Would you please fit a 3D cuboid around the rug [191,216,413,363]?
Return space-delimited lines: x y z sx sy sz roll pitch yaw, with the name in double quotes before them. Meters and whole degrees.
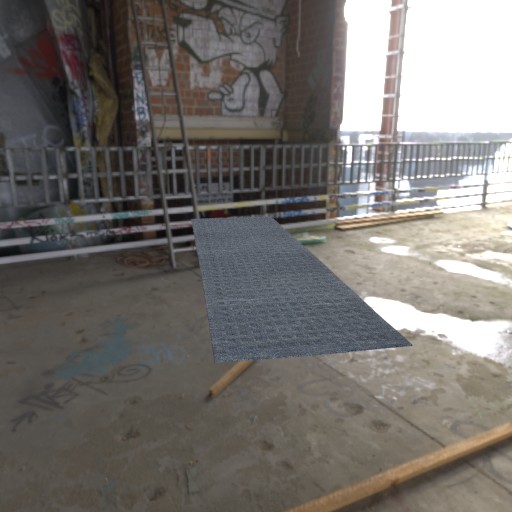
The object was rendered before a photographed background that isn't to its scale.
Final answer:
"rug" 0.000 0.000 2.624 0.688 0.008 2.443 -3 16 -9
